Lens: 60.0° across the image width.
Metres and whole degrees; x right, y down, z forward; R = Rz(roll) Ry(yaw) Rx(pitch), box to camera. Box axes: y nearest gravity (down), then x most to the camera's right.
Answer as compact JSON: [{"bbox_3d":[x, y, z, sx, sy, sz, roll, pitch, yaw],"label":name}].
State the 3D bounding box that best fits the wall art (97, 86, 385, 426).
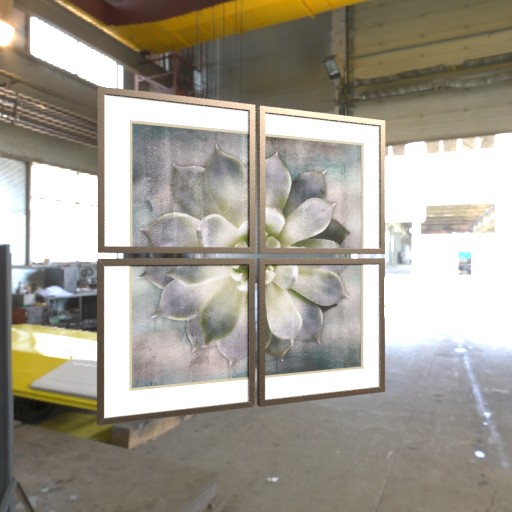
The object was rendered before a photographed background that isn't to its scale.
[{"bbox_3d":[0.000,0.000,1.528,1.032,1.032,0.030,0,0,-19],"label":"wall art"}]
